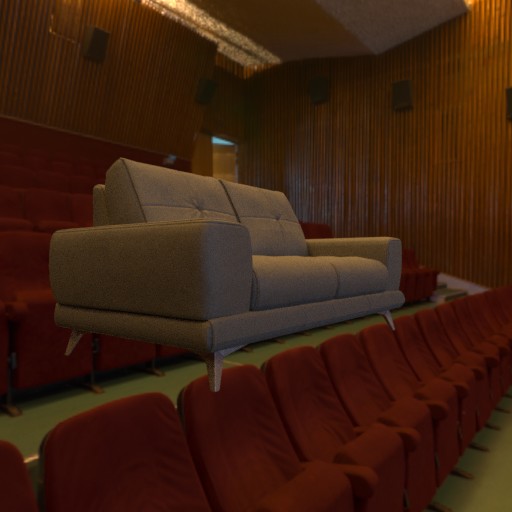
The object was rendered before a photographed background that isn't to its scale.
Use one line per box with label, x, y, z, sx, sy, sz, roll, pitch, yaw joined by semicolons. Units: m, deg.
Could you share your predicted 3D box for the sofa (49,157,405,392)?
sofa;0.000;0.000;2.381;1.018;0.907;1.806;0;-1;38
